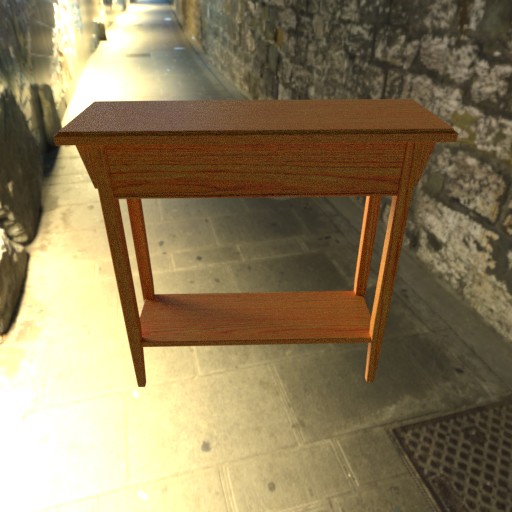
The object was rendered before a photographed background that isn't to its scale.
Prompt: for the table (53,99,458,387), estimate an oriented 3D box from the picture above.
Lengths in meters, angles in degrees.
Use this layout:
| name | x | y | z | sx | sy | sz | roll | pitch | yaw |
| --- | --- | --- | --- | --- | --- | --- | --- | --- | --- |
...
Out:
| name | x | y | z | sx | sy | sz | roll | pitch | yaw |
| --- | --- | --- | --- | --- | --- | --- | --- | --- | --- |
| table | 0.000 | 0.000 | 1.126 | 0.762 | 0.711 | 0.254 | -1 | 32 | -1 |
